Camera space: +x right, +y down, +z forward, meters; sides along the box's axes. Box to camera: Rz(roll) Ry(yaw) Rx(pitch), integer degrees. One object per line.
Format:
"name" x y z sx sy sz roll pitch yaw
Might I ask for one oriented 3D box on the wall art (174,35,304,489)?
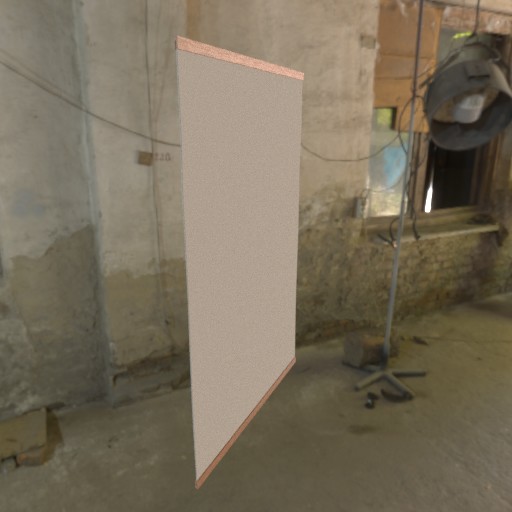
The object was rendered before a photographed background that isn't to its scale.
"wall art" 0.000 0.000 1.864 0.019 1.527 1.019 8 18 24
